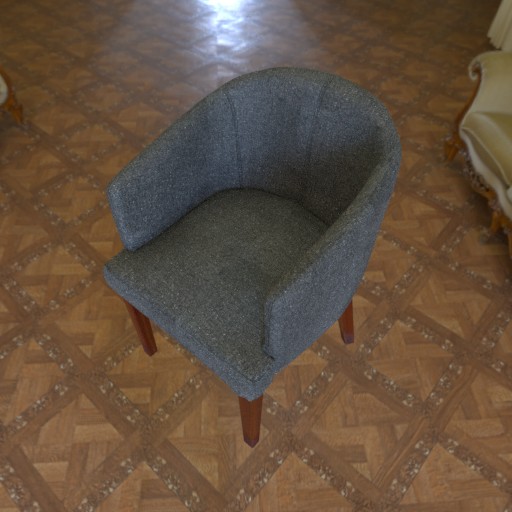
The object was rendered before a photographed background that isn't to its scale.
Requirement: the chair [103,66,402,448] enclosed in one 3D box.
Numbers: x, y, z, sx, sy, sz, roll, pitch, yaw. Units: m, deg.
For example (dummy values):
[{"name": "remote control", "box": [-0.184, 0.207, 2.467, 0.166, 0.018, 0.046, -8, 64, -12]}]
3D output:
[{"name": "chair", "box": [0.000, 0.000, 1.236, 0.583, 0.811, 0.655, 32, 55, 26]}]
